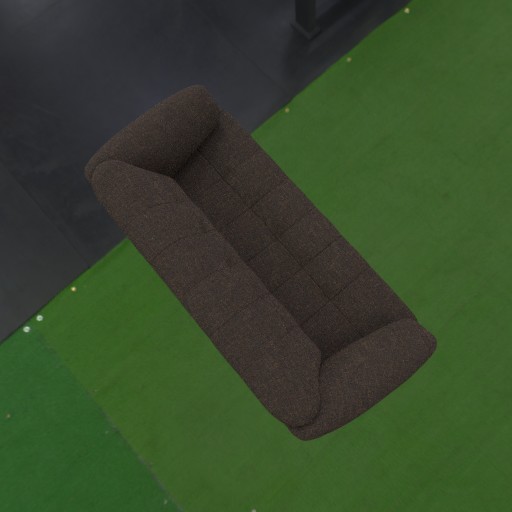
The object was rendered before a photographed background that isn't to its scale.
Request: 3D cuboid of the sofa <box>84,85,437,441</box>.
[{"bbox_3d":[0.000,0.000,2.344,0.887,0.790,1.849,-39,80,-9],"label":"sofa"}]
